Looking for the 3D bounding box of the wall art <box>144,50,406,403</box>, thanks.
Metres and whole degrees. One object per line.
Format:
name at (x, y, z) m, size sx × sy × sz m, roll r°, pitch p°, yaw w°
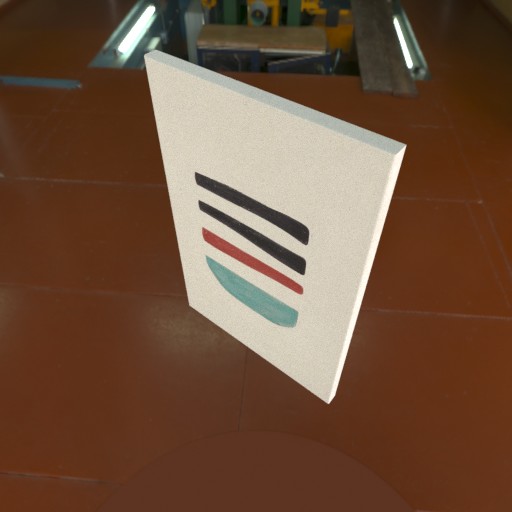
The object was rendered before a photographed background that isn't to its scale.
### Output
wall art at (0.000, 0.000, 1.184) m, size 0.607 × 0.912 × 0.038 m, roll 31°, pitch 54°, yaw 25°
